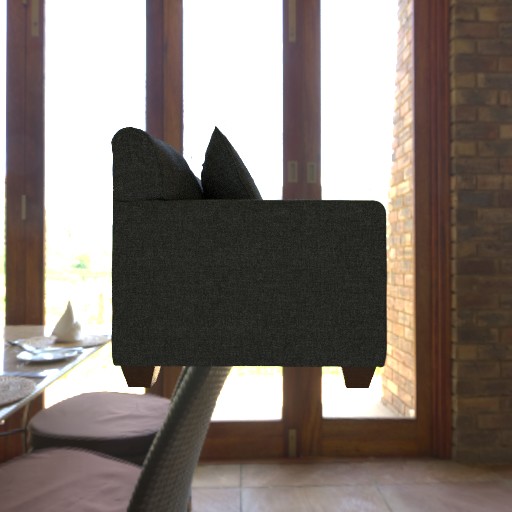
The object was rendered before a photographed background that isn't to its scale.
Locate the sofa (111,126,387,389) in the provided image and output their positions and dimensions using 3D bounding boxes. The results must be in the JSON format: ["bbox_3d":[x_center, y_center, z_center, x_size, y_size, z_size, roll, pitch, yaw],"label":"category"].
[{"bbox_3d":[0.000,0.000,2.518,0.997,0.958,2.024,0,-1,1],"label":"sofa"}]
